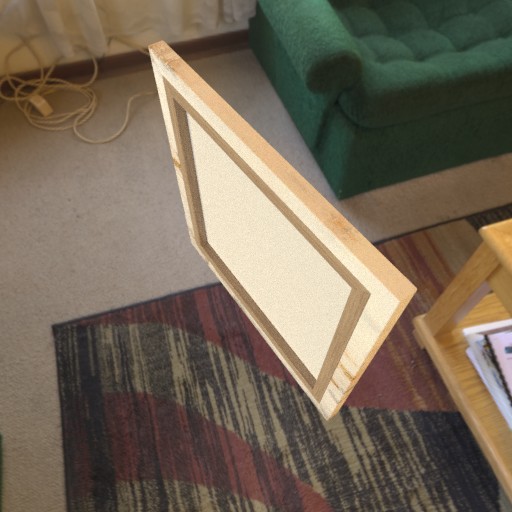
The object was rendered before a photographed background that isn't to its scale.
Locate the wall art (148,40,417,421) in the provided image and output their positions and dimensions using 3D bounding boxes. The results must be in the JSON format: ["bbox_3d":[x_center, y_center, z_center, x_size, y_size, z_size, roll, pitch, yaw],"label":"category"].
[{"bbox_3d":[0.000,0.000,1.114,0.038,0.755,0.753,-31,63,-18],"label":"wall art"}]
